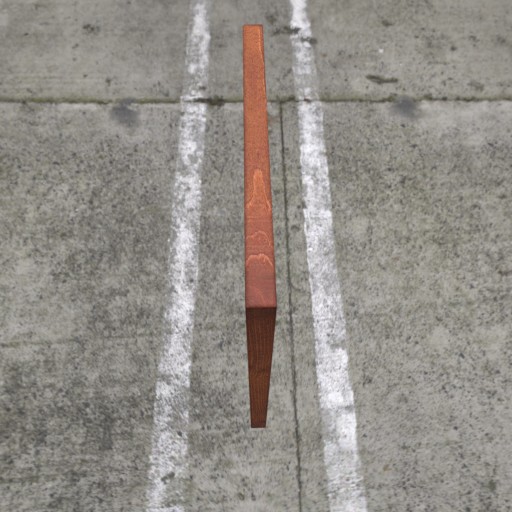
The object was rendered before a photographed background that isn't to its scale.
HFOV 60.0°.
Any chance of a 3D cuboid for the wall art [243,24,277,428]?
[{"bbox_3d":[0.000,0.000,0.771,0.030,0.558,0.462,-1,58,-1],"label":"wall art"}]
